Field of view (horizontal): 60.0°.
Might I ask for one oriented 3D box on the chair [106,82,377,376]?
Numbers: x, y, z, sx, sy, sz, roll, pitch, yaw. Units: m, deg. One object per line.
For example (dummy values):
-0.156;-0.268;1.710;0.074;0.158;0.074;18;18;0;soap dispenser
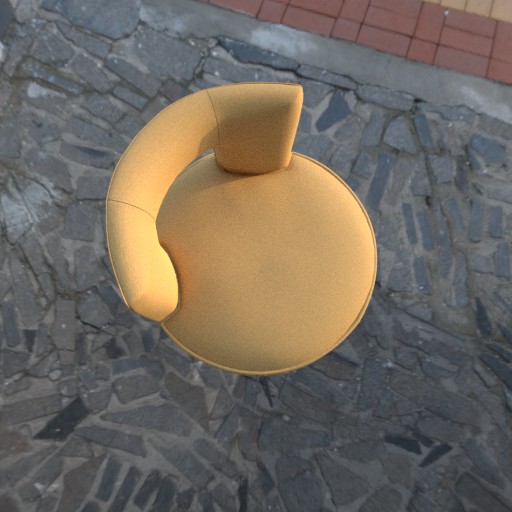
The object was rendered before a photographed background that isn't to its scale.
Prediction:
0.000;0.000;1.256;0.665;0.723;0.650;35;78;9;chair
